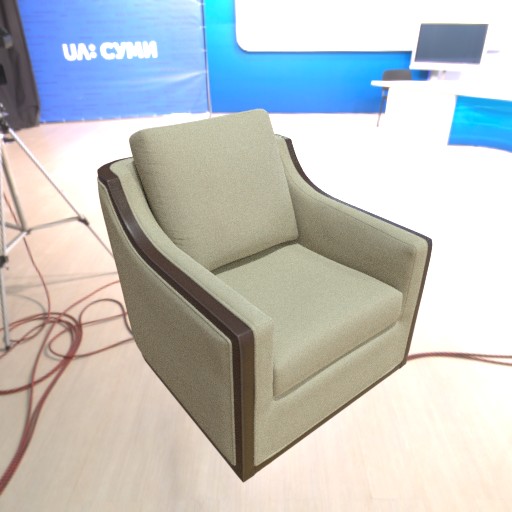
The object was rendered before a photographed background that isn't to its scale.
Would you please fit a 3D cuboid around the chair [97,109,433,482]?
[{"bbox_3d":[0.000,0.000,1.678,0.870,0.930,0.950,-22,37,-32],"label":"chair"}]
